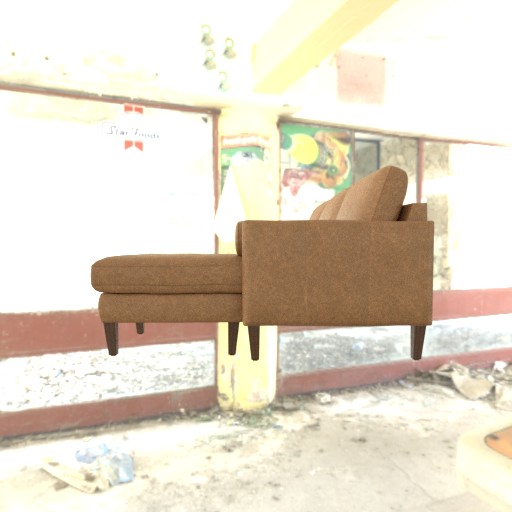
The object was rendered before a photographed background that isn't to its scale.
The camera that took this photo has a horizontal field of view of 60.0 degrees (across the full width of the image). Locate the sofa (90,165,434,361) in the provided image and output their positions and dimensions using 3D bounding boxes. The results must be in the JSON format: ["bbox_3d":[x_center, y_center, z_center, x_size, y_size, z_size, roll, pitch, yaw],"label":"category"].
[{"bbox_3d":[0.000,0.000,2.971,1.506,0.876,2.178,0,1,-1],"label":"sofa"}]
